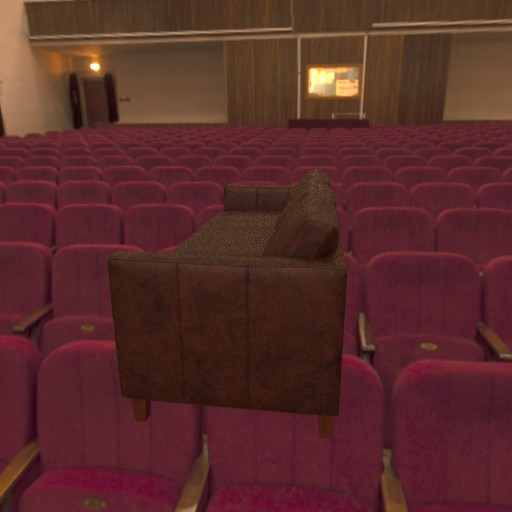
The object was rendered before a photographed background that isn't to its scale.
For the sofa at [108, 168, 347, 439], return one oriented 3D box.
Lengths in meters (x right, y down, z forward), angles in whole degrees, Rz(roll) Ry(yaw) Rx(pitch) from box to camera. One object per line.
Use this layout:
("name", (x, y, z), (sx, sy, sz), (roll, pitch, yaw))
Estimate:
("sofa", (0.000, 0.000, 2.991), (1.045, 1.006, 2.464), (2, 16, 8))
